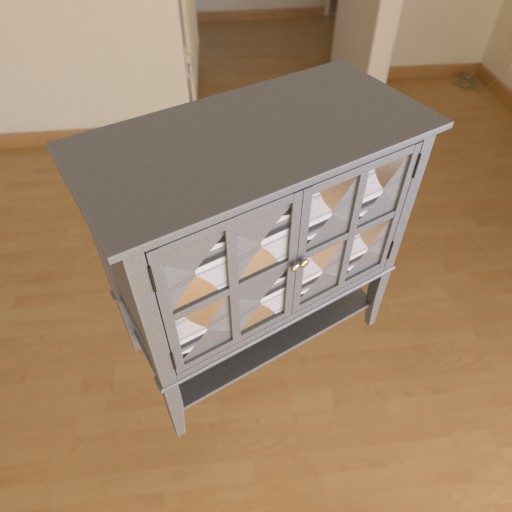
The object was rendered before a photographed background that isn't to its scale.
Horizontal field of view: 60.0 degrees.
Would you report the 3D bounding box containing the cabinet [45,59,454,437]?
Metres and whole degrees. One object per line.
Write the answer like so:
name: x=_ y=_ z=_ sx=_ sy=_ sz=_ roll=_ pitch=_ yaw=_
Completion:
cabinet: x=0.000 y=0.000 z=1.243 sx=0.801 sy=0.780 sz=0.396 roll=-24 pitch=51 yaw=-21
